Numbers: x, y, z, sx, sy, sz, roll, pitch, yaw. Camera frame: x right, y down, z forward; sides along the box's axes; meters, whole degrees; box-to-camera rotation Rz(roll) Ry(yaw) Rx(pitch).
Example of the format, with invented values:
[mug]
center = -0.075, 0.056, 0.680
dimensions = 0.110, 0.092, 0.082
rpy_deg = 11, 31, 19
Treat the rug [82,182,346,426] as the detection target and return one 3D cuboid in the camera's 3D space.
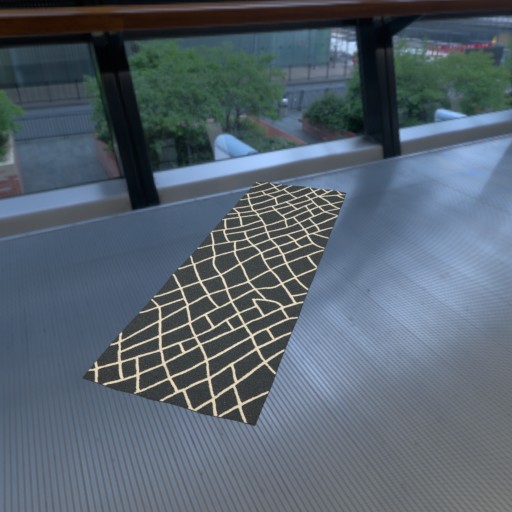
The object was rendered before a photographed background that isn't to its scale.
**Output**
[rug]
center = 0.000, 0.000, 2.823
dimensions = 0.807, 0.010, 2.476
rpy_deg = 10, 32, 16
